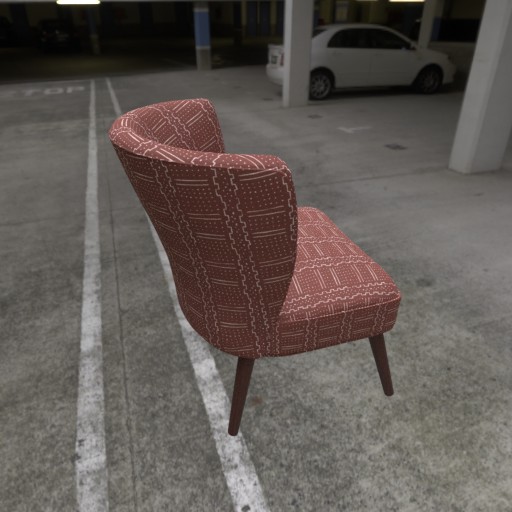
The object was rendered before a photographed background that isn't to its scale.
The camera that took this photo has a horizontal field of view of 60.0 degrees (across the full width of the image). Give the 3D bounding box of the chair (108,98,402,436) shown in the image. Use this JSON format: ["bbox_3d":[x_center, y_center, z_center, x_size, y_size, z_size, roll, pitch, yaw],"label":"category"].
[{"bbox_3d":[0.000,0.000,1.391,0.758,0.866,0.706,-10,32,-16],"label":"chair"}]
